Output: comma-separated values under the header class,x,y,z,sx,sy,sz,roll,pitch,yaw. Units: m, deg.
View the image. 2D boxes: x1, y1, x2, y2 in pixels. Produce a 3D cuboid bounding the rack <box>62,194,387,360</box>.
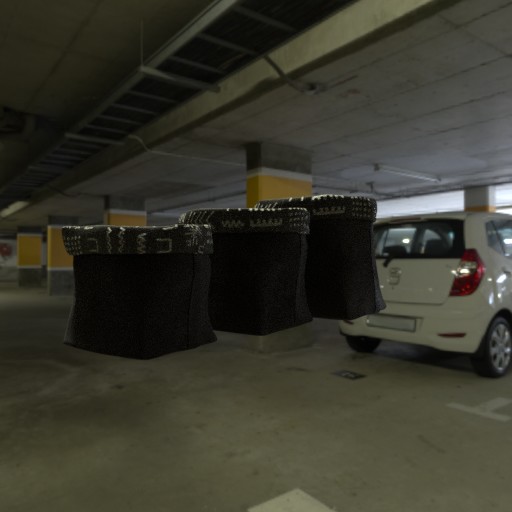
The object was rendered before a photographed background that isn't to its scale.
class,x,y,z,sx,sy,sz,roll,pitch,yaw
rack,0.000,0.000,1.060,0.379,0.323,0.905,0,-1,35
